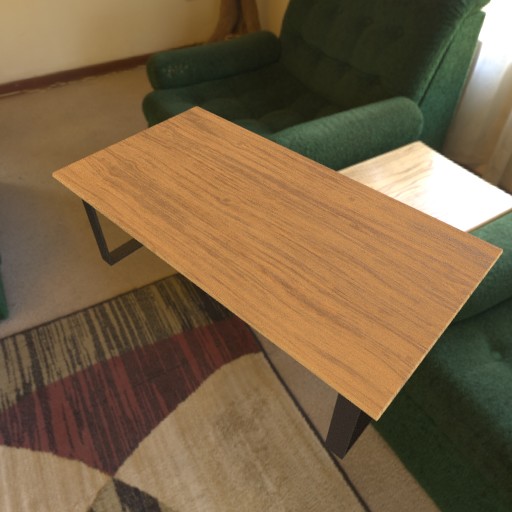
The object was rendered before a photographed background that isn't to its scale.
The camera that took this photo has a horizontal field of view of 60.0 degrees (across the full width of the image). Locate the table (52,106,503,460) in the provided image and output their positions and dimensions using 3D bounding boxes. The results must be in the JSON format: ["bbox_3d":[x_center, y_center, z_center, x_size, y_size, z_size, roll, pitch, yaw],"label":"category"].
[{"bbox_3d":[0.000,0.000,1.588,1.331,0.445,0.693,33,54,29],"label":"table"}]
